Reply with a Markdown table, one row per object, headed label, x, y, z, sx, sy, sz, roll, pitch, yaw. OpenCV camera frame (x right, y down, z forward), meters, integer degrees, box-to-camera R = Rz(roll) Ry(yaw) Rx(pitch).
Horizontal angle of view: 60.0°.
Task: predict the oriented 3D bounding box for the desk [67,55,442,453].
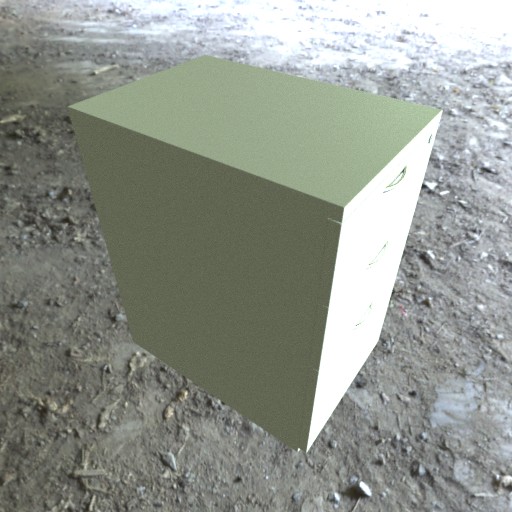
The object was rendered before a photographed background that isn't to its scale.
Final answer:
| label | x | y | z | sx | sy | sz | roll | pitch | yaw |
| --- | --- | --- | --- | --- | --- | --- | --- | --- | --- |
| desk | 0.000 | 0.000 | 1.074 | 0.600 | 0.730 | 0.404 | 25 | 46 | 26 |
